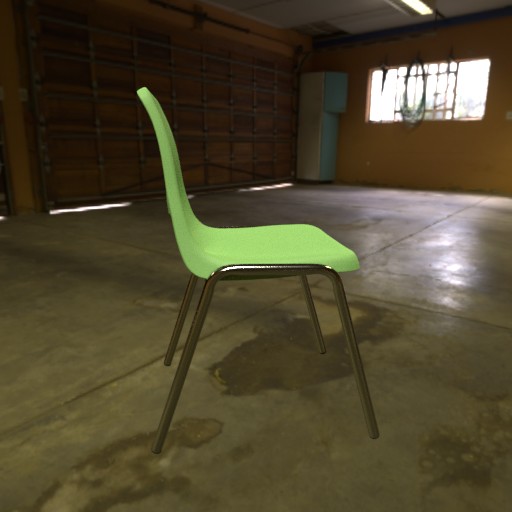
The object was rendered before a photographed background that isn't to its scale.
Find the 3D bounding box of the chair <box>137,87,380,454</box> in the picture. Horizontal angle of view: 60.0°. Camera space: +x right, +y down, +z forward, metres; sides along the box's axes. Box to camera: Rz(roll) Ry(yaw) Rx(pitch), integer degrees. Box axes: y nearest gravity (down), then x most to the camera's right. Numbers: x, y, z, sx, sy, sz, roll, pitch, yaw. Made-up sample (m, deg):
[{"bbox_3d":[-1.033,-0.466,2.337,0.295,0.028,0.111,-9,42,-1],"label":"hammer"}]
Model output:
[{"bbox_3d":[0.000,0.000,0.931,0.436,0.653,0.381,-2,14,-7],"label":"chair"}]
